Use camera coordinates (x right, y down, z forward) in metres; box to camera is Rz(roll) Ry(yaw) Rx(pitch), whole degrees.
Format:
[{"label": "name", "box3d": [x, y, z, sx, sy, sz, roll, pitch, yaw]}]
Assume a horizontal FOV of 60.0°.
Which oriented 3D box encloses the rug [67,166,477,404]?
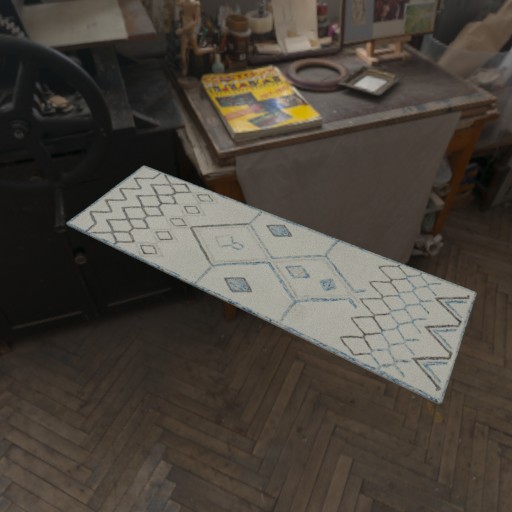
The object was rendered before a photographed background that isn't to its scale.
[{"label": "rug", "box3d": [0.000, 0.000, 2.698, 2.434, 0.013, 0.770, 23, 50, 21]}]
